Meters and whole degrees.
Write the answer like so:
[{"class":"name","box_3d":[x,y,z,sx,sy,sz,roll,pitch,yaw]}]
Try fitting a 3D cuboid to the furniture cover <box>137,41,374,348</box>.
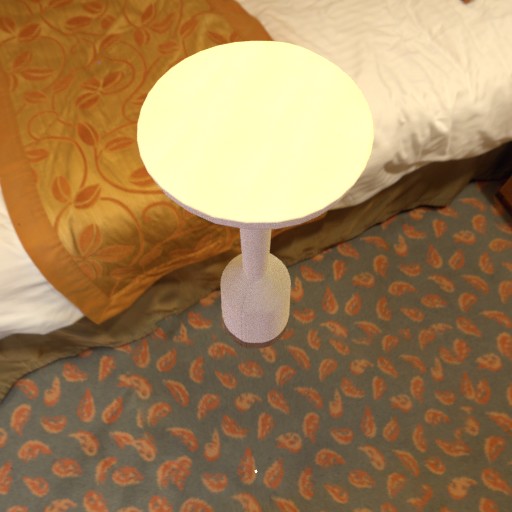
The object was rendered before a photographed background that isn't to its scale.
[{"class":"furniture cover","box_3d":[0.000,0.000,2.797,0.914,2.413,0.914,17,65,8]}]
